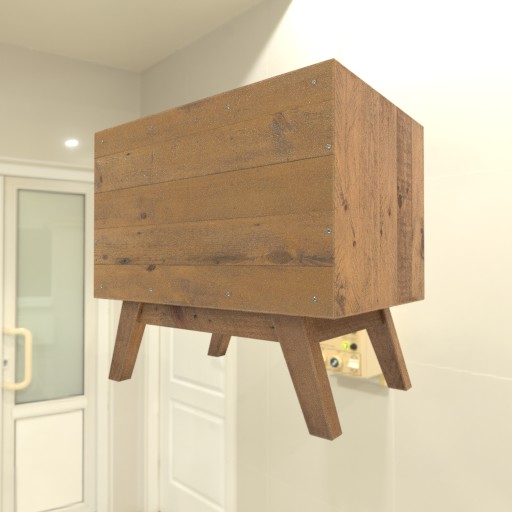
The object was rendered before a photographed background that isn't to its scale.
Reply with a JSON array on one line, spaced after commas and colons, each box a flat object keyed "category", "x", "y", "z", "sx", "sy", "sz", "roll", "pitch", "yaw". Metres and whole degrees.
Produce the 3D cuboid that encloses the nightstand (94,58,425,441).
[{"category": "nightstand", "x": 0.000, "y": 0.000, "z": 1.051, "sx": 0.650, "sy": 0.599, "sz": 0.450, "roll": -1, "pitch": -1, "yaw": 38}]
